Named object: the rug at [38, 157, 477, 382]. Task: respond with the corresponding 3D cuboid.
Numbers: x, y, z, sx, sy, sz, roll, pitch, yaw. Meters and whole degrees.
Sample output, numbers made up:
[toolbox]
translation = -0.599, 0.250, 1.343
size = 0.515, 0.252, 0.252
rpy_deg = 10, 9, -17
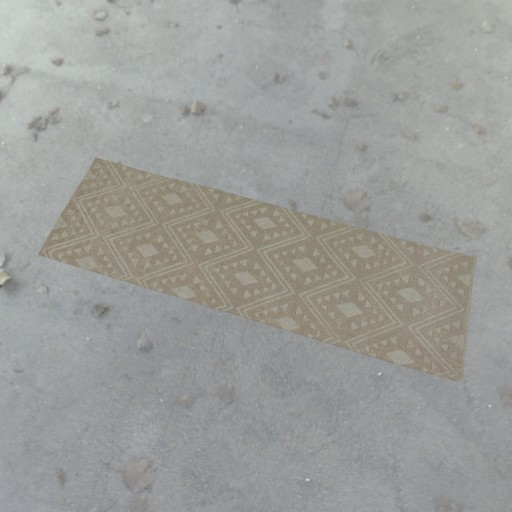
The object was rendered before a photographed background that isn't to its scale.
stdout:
[rug]
translation = 0.000, 0.000, 2.591
size = 2.452, 0.051, 0.752
rpy_deg = 16, 65, 8
